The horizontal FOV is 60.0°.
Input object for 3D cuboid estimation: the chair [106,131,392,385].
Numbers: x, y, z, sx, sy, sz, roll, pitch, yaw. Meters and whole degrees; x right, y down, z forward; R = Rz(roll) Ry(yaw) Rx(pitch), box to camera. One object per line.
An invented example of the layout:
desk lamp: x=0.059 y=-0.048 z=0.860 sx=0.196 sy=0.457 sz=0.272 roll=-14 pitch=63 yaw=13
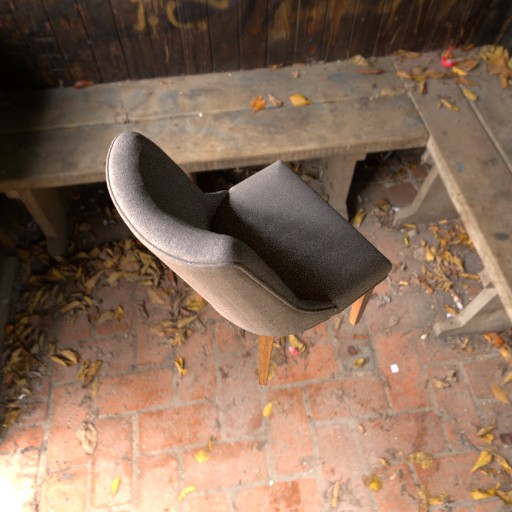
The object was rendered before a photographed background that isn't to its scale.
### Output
chair: x=0.000 y=0.000 z=1.330 sx=0.636 sy=0.916 sz=0.548 roll=-33 pitch=63 yaw=-19
